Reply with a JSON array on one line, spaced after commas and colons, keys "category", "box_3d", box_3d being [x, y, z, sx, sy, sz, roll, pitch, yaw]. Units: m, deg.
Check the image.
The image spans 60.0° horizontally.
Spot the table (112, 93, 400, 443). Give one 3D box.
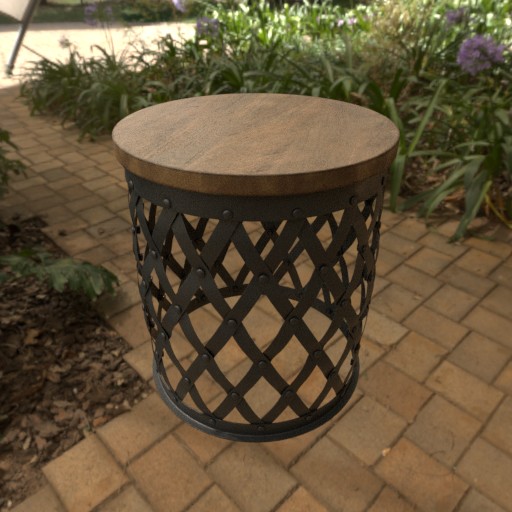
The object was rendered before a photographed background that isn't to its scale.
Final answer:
[{"category": "table", "box_3d": [0.000, 0.000, 0.764, 0.405, 0.454, 0.405, 0, 32, 0]}]
